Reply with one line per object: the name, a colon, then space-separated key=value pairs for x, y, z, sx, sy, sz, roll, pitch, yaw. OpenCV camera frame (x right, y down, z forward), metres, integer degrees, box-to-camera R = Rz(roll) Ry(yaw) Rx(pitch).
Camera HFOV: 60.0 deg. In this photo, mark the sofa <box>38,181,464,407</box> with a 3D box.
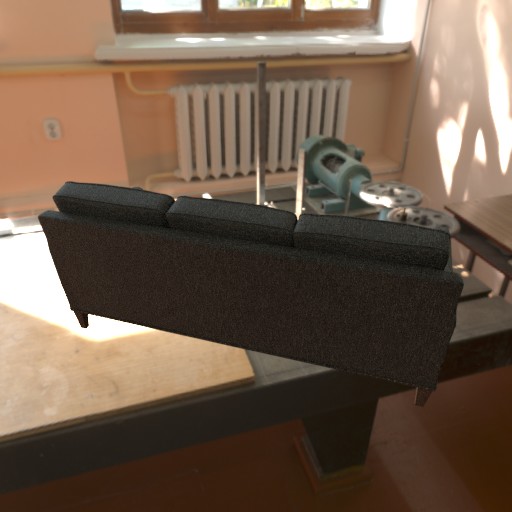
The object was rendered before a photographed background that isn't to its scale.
sofa: x=0.000 y=0.000 z=2.731 sx=2.246 sy=1.003 sz=1.084 roll=9 pitch=32 yaw=15
